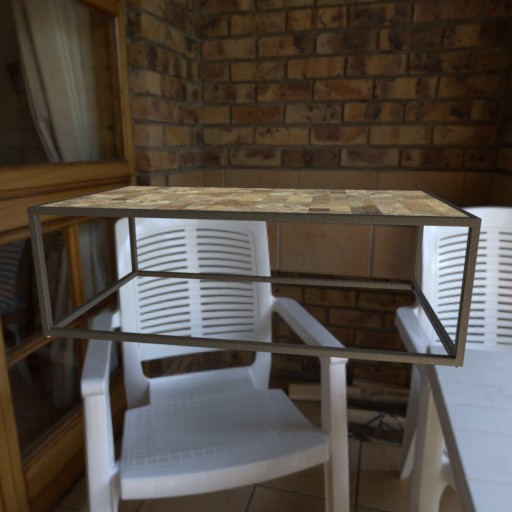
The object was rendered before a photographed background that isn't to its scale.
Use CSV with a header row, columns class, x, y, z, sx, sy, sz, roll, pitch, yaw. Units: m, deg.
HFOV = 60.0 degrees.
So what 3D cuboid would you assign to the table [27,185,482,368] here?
class,x,y,z,sx,sy,sz,roll,pitch,yaw
table,0.000,0.000,1.510,1.199,0.398,0.649,2,15,9
